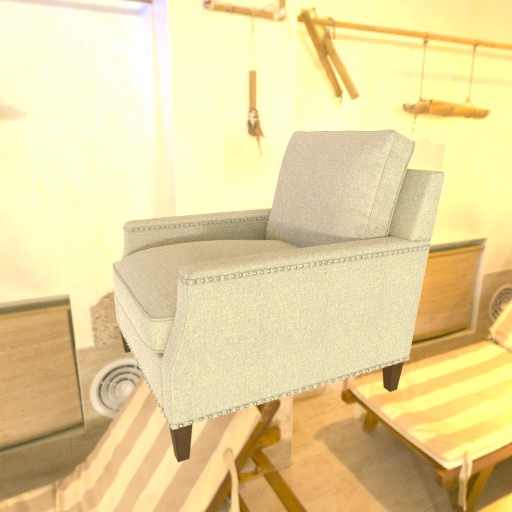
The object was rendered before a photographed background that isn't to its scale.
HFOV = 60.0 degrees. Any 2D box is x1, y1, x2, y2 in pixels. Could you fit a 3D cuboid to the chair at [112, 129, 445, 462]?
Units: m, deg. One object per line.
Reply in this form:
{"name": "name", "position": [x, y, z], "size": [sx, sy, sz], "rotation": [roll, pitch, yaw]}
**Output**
{"name": "chair", "position": [0.000, 0.000, 1.711], "size": [1.014, 0.943, 0.853], "rotation": [-7, 17, -26]}
